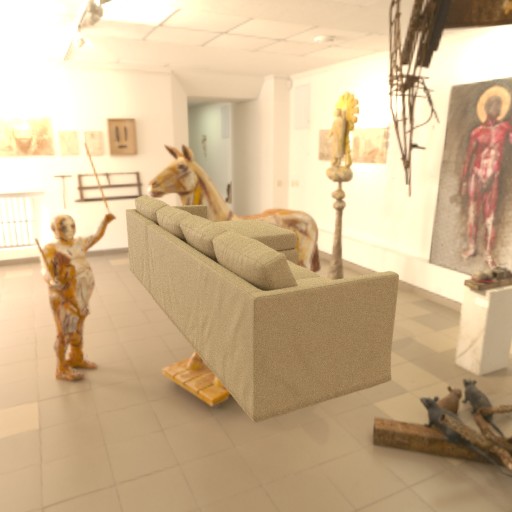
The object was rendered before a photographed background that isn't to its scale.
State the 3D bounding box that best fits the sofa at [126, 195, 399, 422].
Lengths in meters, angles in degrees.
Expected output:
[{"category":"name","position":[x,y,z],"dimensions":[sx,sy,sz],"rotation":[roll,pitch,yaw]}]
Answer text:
[{"category":"sofa","position":[0.000,0.000,3.889],"dimensions":[1.622,0.867,3.177],"rotation":[-7,16,-26]}]
